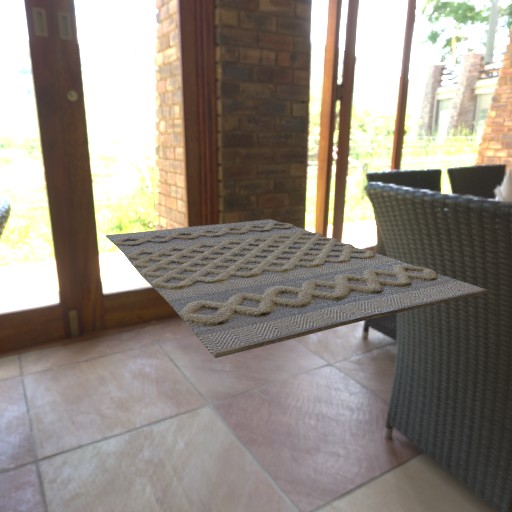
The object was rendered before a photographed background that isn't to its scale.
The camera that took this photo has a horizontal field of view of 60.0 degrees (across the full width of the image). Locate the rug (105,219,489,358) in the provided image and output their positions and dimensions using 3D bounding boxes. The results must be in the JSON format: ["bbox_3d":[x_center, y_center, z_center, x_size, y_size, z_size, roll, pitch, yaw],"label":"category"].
[{"bbox_3d":[0.000,0.000,2.325,1.222,0.030,1.823,-8,17,-27],"label":"rug"}]
